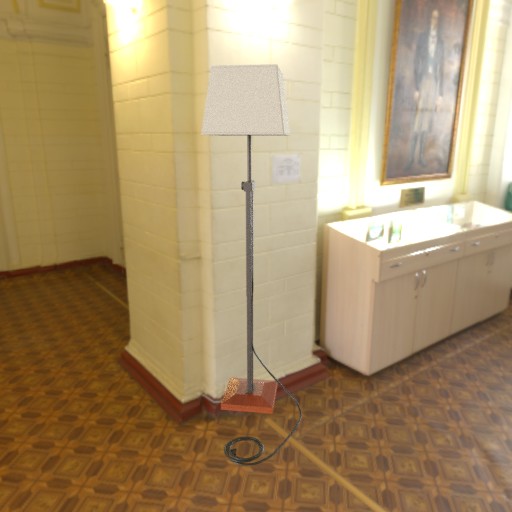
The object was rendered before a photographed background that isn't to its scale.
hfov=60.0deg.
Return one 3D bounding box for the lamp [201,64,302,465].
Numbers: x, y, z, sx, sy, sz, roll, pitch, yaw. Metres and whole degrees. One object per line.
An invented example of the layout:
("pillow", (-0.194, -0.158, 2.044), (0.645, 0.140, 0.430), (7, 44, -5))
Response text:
("lamp", (0.000, 0.000, 2.077), (0.472, 1.712, 0.745), (2, 15, 8))
